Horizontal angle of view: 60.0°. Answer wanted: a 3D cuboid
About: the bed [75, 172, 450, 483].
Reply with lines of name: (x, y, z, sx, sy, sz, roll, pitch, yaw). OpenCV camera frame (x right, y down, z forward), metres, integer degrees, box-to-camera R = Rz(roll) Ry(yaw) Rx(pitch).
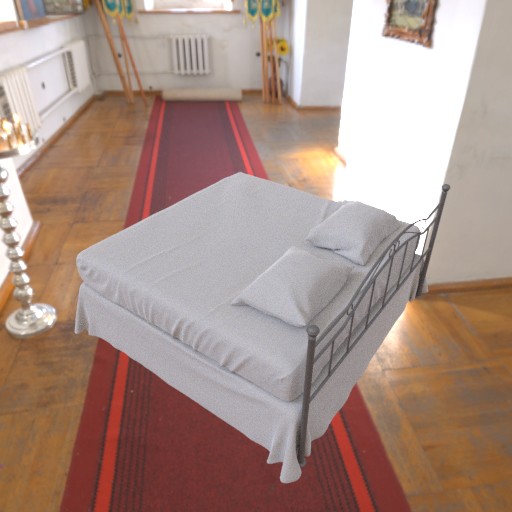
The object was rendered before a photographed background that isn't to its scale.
bed: (0.000, 0.000, 3.519, 2.220, 1.080, 2.309, 22, 39, 30)
